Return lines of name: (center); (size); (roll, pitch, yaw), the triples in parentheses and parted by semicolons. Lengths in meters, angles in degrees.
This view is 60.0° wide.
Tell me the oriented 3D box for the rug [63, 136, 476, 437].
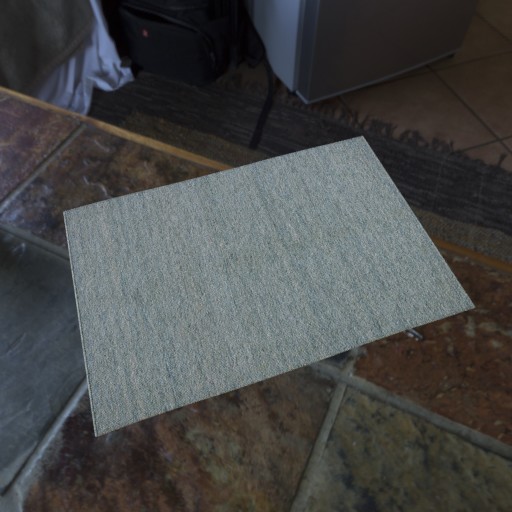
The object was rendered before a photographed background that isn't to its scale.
rug: (0.000, 0.000, 2.870); (2.283, 0.013, 1.547); (-16, 60, -10)
